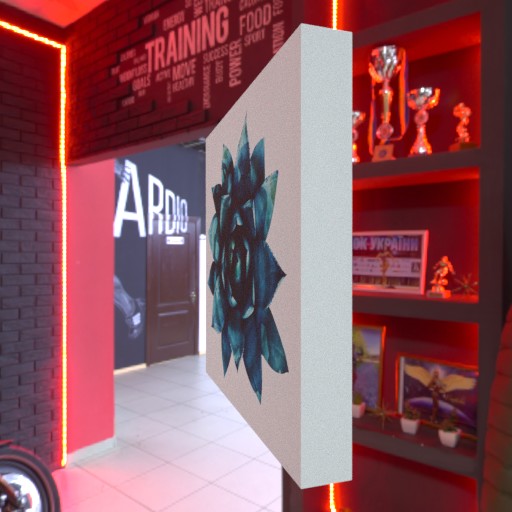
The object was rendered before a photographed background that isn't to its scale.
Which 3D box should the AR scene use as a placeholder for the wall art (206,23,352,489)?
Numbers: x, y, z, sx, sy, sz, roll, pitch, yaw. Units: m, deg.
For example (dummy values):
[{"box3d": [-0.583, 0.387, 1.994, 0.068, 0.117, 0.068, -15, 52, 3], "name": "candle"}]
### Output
[{"box3d": [0.000, 0.000, 0.440, 0.038, 0.305, 0.305, 0, 0, -18], "name": "wall art"}]
